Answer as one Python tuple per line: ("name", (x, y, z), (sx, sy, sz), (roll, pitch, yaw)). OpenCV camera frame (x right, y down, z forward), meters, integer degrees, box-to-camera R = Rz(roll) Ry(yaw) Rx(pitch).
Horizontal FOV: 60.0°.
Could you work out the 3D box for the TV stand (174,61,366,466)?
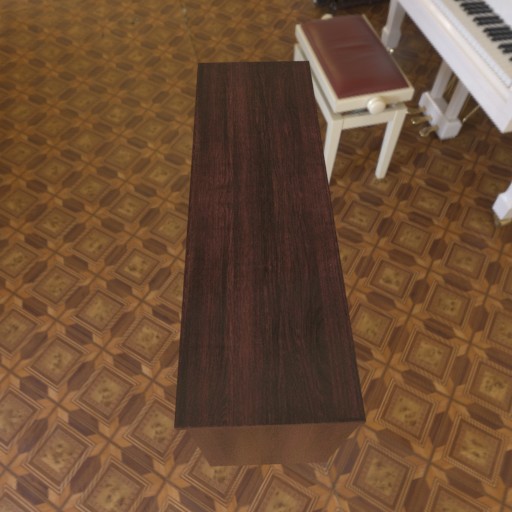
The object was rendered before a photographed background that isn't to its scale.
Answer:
("TV stand", (0.000, 0.000, 1.460), (0.404, 0.614, 1.192), (-1, 57, -1))
